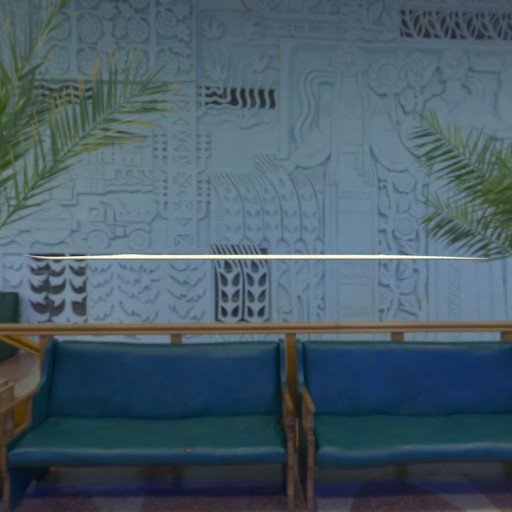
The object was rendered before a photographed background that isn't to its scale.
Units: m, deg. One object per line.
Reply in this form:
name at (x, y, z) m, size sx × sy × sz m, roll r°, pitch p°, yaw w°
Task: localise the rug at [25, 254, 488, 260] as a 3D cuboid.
rug at (0.000, 0.000, 3.893) m, size 2.897 × 0.035 × 2.277 m, roll 0°, pitch 1°, yaw -1°
